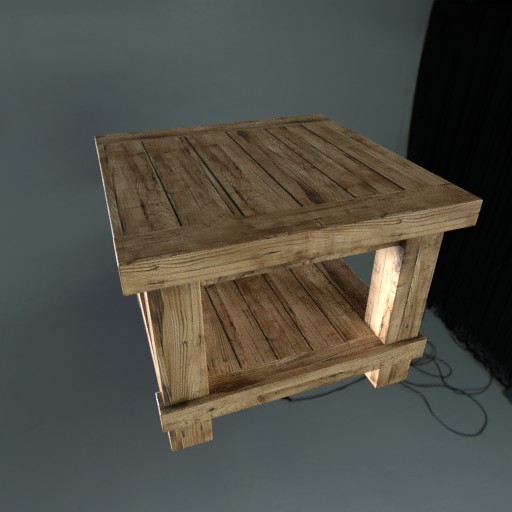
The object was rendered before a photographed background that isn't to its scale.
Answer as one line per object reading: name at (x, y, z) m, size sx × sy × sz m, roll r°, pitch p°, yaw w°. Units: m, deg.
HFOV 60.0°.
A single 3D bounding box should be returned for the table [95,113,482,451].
table at (0.000, 0.000, 1.038) m, size 0.610 × 0.457 × 0.610 m, roll -11°, pitch 34°, yaw -17°
